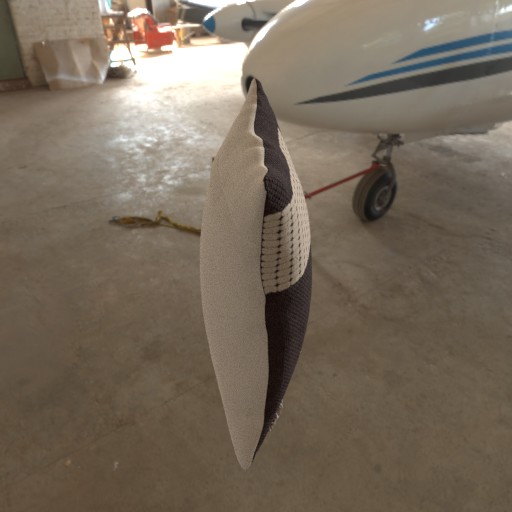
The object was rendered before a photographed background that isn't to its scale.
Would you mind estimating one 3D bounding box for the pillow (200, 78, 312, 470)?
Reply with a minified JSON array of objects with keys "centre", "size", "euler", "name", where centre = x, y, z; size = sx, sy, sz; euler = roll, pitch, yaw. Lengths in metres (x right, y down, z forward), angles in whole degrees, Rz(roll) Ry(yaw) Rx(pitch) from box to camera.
[{"centre":[0.000,0.000,0.730],"size":[0.178,0.473,0.475],"euler":[0,33,0],"name":"pillow"}]
